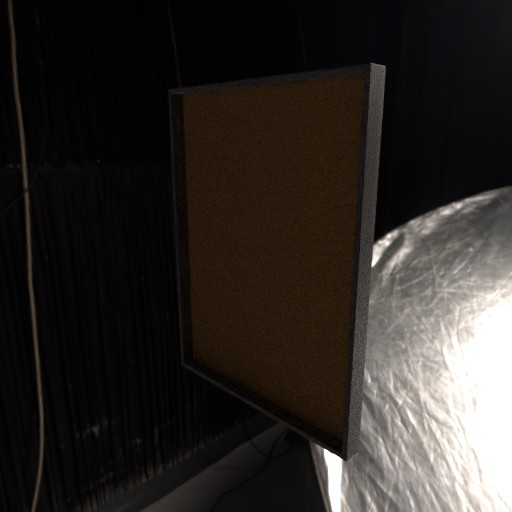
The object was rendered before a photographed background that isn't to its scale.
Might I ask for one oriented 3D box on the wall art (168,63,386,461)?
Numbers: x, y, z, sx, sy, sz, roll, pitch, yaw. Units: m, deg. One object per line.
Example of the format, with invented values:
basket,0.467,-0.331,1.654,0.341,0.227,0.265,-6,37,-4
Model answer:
wall art,0.000,0.000,1.368,0.762,1.016,0.063,14,21,43
